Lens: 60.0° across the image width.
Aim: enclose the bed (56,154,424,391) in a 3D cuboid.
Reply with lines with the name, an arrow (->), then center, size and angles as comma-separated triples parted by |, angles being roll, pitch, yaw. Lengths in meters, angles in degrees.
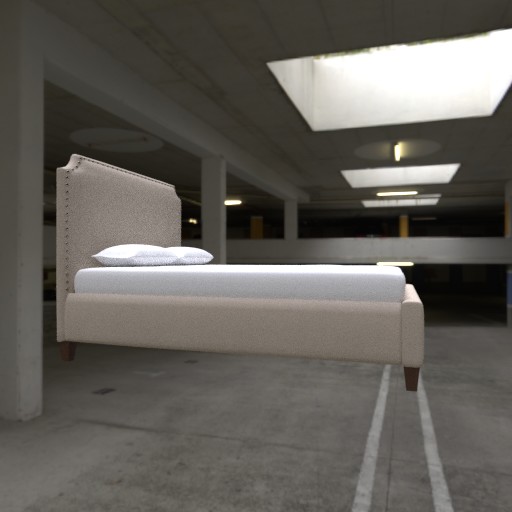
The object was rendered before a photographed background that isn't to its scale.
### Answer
bed -> 0.000, 0.000, 3.458 | 2.372, 1.443, 1.713 | 0, 0, 18
